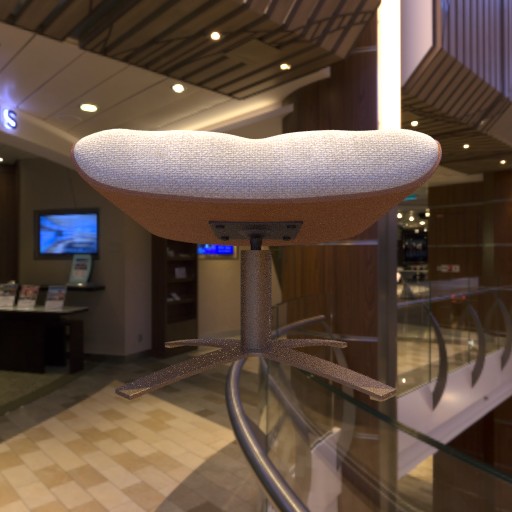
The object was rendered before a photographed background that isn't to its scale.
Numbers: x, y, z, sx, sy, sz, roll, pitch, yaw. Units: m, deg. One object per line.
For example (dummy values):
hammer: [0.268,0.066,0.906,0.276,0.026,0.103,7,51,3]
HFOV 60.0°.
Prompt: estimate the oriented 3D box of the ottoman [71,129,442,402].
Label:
ottoman: [0.000,0.000,0.789,0.520,0.391,0.394,0,0,0]
